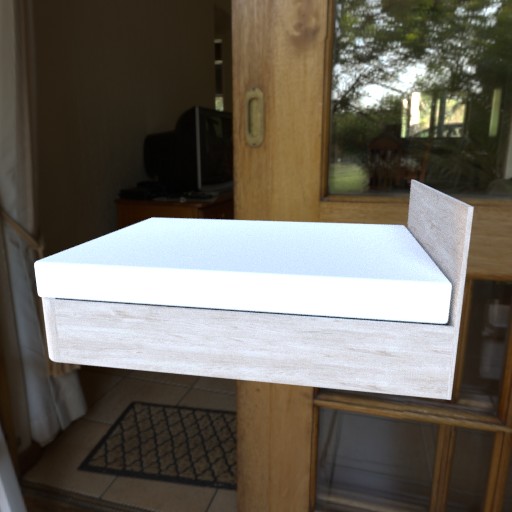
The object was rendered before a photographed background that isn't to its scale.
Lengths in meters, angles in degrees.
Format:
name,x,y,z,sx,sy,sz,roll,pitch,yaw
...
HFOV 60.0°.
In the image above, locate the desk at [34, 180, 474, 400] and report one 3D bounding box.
name,x,y,z,sx,sy,sz,roll,pitch,yaw
desk,0.000,0.000,2.573,1.900,0.800,1.400,3,14,10
